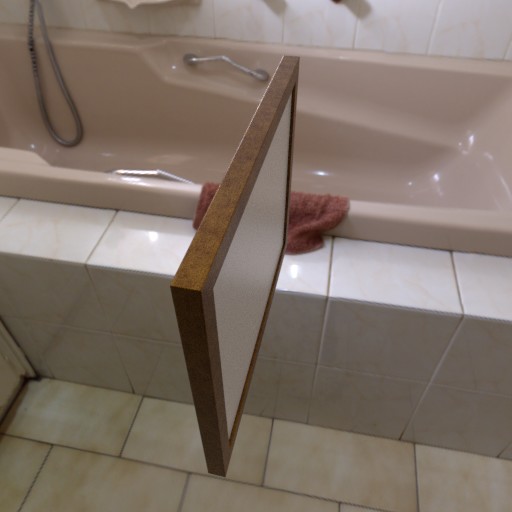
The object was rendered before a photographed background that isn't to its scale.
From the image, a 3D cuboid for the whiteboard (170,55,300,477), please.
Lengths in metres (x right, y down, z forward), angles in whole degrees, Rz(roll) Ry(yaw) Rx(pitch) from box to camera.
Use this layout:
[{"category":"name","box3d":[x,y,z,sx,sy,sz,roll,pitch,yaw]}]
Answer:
[{"category":"whiteboard","box3d":[0.000,0.000,0.751,0.029,0.457,0.561,9,45,9]}]
